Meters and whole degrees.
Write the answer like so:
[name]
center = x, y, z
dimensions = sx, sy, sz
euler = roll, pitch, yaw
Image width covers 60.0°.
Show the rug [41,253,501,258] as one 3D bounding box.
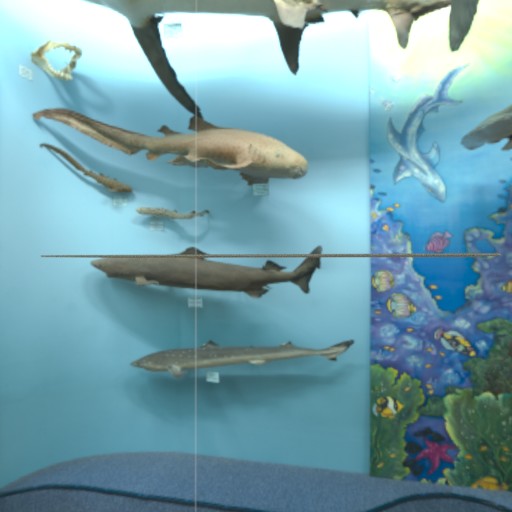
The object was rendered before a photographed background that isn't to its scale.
[rug]
center = 0.000, 0.000, 2.614
dimensions = 2.430, 0.012, 0.767
euler = 0, -1, 17
